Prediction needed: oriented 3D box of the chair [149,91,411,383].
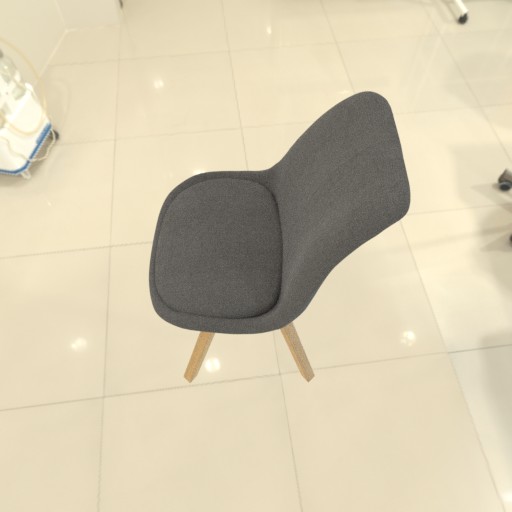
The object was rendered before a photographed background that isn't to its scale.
[{"bbox_3d":[0.000,0.000,1.183,0.550,0.850,0.485,0,59,0],"label":"chair"}]
